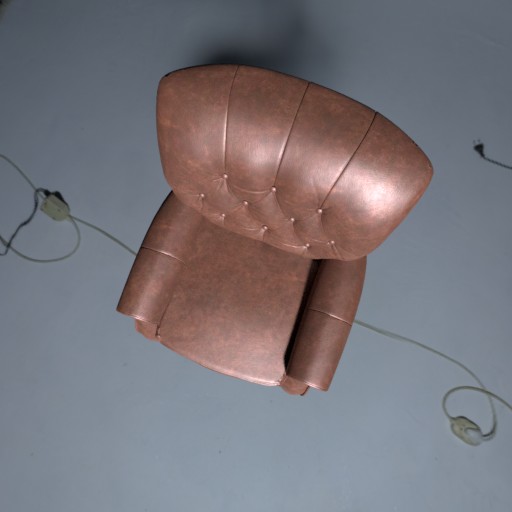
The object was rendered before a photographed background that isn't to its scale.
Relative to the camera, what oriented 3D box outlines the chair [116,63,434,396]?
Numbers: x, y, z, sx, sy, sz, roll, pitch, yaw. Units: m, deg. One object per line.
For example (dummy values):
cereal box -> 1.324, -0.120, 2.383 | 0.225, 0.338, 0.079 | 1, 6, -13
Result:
chair -> 0.000, 0.000, 1.911 | 0.979, 1.162, 1.031 | 20, 78, 4
